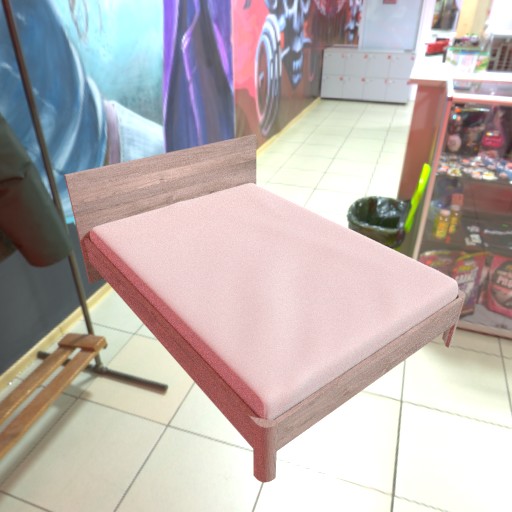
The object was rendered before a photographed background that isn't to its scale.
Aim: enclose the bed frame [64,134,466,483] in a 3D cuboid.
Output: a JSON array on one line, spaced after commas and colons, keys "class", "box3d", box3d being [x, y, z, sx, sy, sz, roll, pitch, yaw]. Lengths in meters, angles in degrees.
[{"class": "bed frame", "box3d": [0.000, 0.000, 2.680, 1.490, 0.800, 1.950, -22, 37, -32]}]
